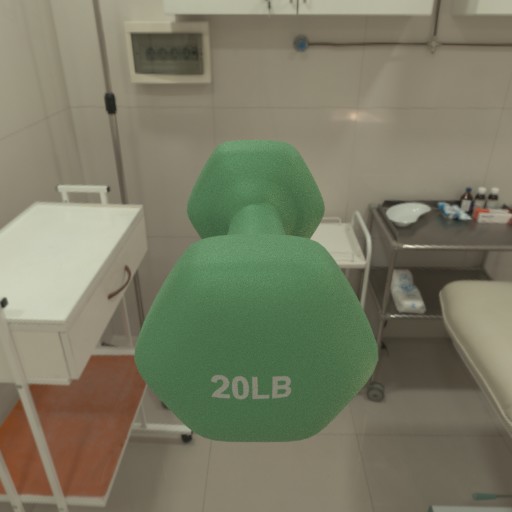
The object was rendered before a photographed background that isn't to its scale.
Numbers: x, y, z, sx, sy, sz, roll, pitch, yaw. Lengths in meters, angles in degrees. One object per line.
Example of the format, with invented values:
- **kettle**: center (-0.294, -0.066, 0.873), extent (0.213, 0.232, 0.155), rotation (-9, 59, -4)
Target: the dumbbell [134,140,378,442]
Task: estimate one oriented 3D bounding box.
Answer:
- **dumbbell**: center (0.000, 0.000, 0.326), extent (0.129, 0.117, 0.260), rotation (0, 28, 0)
